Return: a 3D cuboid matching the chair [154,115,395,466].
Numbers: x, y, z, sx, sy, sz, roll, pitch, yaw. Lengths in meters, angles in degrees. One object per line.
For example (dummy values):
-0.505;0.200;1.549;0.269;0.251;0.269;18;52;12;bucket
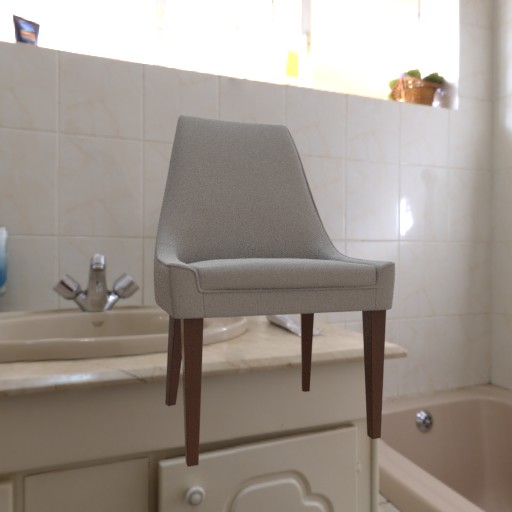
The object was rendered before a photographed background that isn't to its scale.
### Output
0.000;0.000;1.196;0.529;0.861;0.544;0;0;-18;chair
